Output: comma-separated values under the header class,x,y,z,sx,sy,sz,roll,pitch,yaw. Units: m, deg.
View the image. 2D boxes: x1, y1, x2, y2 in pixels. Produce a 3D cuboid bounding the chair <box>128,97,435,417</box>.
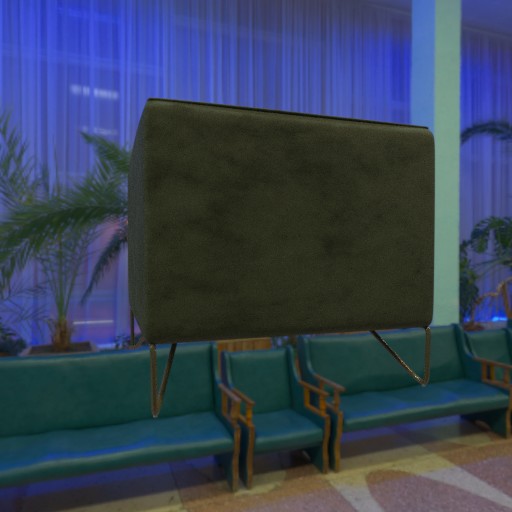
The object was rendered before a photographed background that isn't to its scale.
class,x,y,z,sx,sy,sz,roll,pitch,yaw
chair,0.000,0.000,1.616,0.880,0.790,0.894,0,0,-18
